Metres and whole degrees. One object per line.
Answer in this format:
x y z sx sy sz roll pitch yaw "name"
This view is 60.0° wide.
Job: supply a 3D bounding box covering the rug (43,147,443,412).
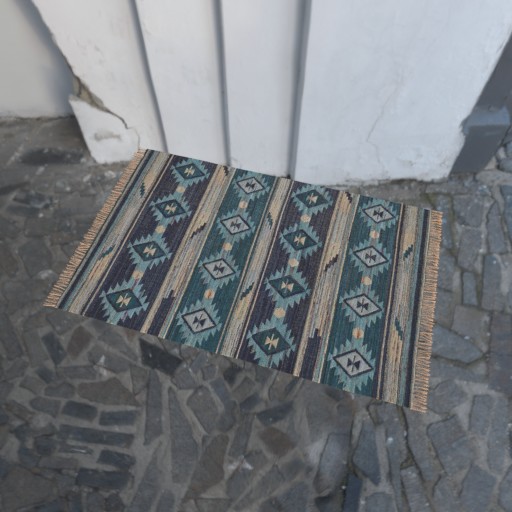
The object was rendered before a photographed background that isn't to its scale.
0.000 0.000 2.421 1.936 0.028 1.181 14 59 9 "rug"
